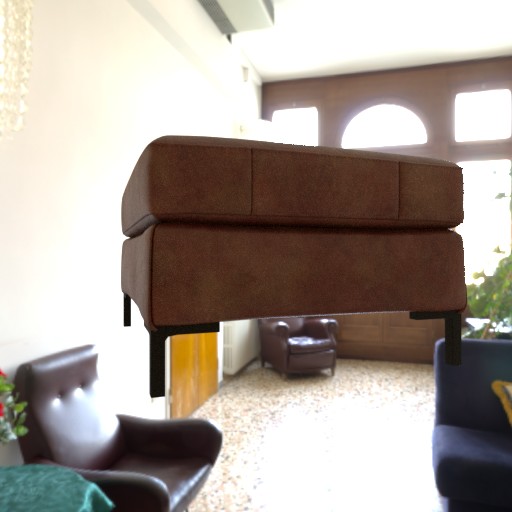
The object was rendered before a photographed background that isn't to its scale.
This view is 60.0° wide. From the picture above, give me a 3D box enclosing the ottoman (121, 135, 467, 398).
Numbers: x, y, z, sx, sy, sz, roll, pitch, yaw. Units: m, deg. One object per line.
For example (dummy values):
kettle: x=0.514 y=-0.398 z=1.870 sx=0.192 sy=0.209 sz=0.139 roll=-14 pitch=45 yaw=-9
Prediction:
ottoman: x=0.000 y=0.000 z=1.734 sx=0.965 sy=0.667 sz=1.186 roll=0 pitch=0 yaw=-20
